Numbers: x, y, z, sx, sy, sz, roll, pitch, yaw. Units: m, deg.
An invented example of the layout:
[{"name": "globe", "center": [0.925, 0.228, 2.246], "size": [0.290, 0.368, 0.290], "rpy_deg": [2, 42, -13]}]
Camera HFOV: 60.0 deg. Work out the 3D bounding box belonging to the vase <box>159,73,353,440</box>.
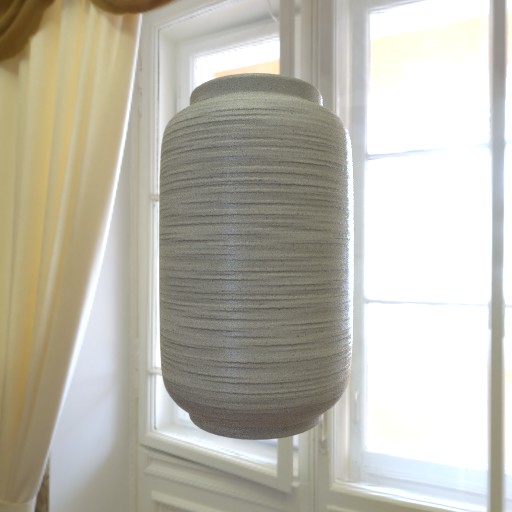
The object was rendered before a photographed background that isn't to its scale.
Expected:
[{"name": "vase", "center": [0.000, 0.000, 0.472], "size": [0.202, 0.335, 0.202], "rpy_deg": [0, 1, 0]}]
